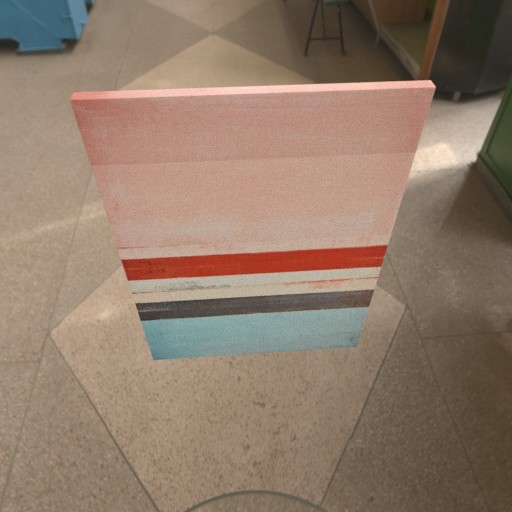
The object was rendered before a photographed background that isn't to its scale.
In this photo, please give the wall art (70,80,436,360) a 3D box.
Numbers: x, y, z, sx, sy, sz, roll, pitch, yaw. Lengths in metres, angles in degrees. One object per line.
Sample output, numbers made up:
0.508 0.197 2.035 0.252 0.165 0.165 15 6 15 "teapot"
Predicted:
0.000 0.000 1.300 0.761 1.016 0.039 -3 46 -3 "wall art"
